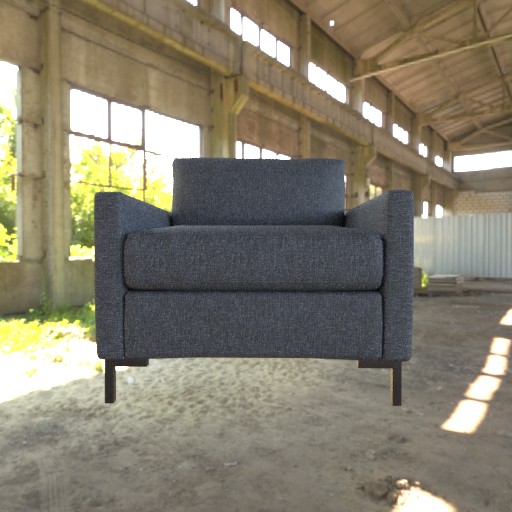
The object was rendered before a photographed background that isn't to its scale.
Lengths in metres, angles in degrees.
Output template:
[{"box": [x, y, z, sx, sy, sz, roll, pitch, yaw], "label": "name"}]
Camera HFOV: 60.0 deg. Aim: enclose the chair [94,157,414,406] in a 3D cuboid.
[{"box": [0.000, 0.000, 1.693, 0.963, 0.861, 0.866, 0, 1, 1], "label": "chair"}]
